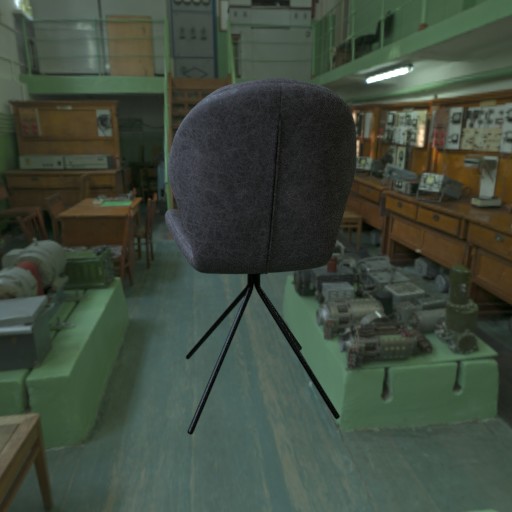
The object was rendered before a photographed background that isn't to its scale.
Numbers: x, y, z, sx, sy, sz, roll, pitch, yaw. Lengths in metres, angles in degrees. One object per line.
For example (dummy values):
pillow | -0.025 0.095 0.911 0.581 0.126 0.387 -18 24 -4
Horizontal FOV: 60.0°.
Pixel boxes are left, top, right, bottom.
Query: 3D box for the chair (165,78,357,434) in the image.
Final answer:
chair | 0.000 0.000 1.326 0.527 0.934 0.640 -3 16 -9
